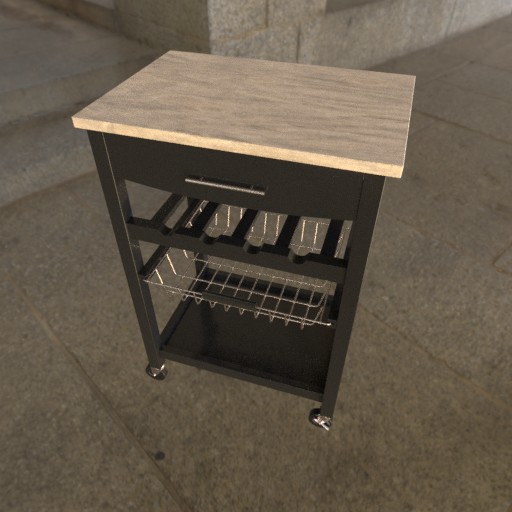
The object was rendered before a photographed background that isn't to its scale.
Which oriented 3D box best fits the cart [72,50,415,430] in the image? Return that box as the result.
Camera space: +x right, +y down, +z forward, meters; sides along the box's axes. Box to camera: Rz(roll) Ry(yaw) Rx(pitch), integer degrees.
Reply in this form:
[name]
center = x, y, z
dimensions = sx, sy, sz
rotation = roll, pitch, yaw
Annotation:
[cart]
center = 0.000, 0.000, 1.141
dimensions = 0.584, 0.839, 0.403
rotation = 12, 43, 13
